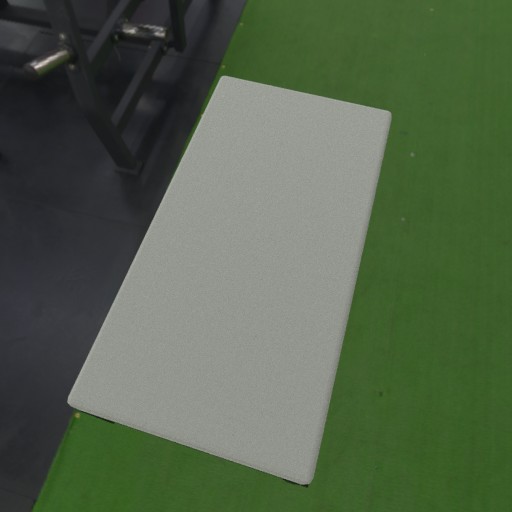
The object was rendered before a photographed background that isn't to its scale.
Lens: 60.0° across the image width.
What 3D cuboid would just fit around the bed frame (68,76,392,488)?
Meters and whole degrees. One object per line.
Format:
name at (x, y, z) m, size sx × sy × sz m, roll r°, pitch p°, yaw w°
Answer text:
bed frame at (0.000, 0.000, 3.144) m, size 1.393 × 0.680 × 2.635 m, roll 15°, pitch 64°, yaw 8°
